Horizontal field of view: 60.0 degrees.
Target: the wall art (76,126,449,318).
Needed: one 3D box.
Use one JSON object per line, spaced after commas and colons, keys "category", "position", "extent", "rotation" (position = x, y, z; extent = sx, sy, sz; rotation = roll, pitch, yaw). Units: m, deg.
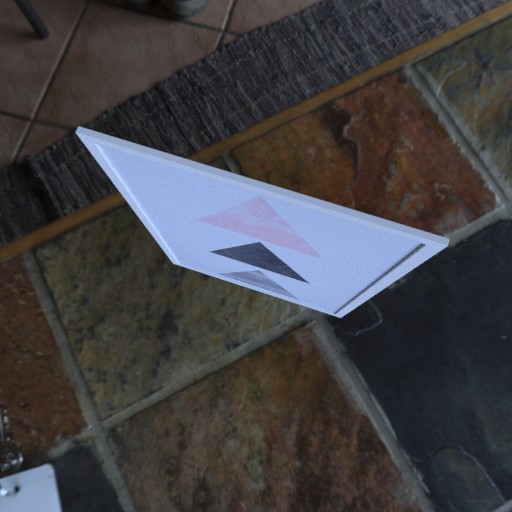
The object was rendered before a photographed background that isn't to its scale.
{"category": "wall art", "position": [0.000, 0.000, 1.200], "extent": [0.659, 0.940, 0.013], "rotation": [18, 76, 5]}
